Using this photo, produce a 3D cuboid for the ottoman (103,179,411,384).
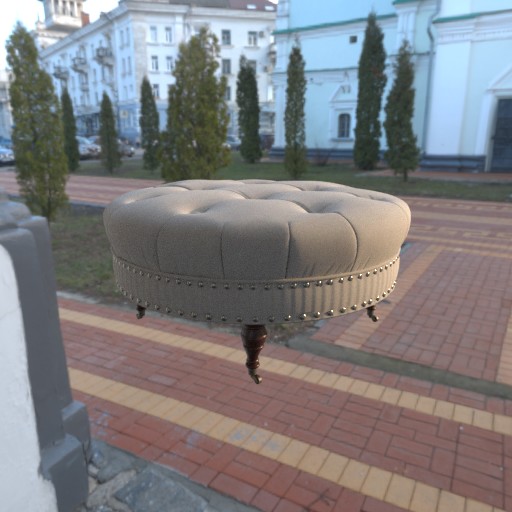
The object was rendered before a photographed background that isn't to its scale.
[{"bbox_3d":[0.000,0.000,1.386,0.901,0.439,0.901,0,15,0],"label":"ottoman"}]
